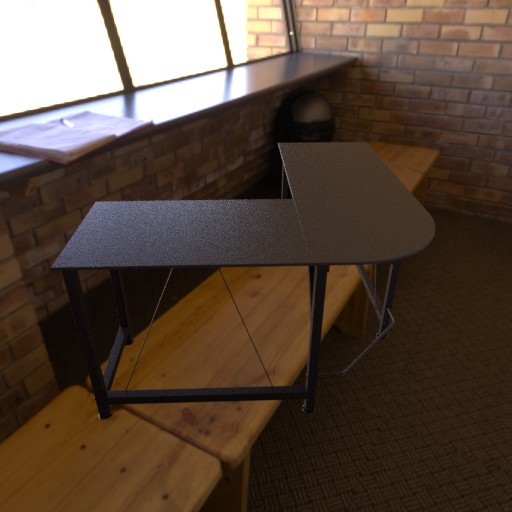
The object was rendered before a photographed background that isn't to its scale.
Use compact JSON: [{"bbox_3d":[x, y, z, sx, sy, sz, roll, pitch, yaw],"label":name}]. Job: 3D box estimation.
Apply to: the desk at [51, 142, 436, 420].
[{"bbox_3d":[0.000,0.000,2.273,1.400,0.762,1.400,-1,30,-2],"label":"desk"}]
